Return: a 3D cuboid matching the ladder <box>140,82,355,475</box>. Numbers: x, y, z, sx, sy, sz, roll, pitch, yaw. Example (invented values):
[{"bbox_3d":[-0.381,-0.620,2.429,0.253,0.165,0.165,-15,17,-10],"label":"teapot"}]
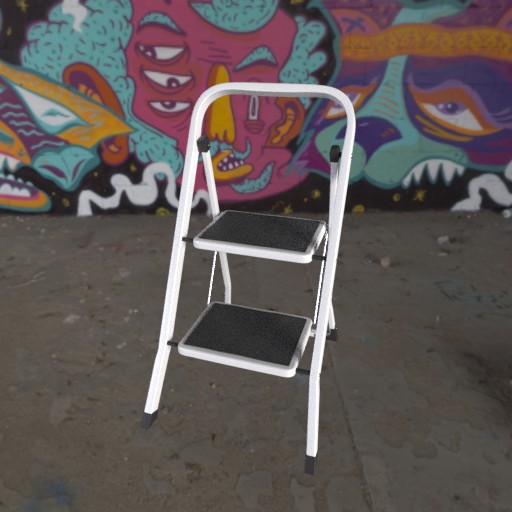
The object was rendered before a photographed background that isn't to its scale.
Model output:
[{"bbox_3d":[0.000,0.000,1.142,0.460,0.810,0.544,8,27,16],"label":"ladder"}]
